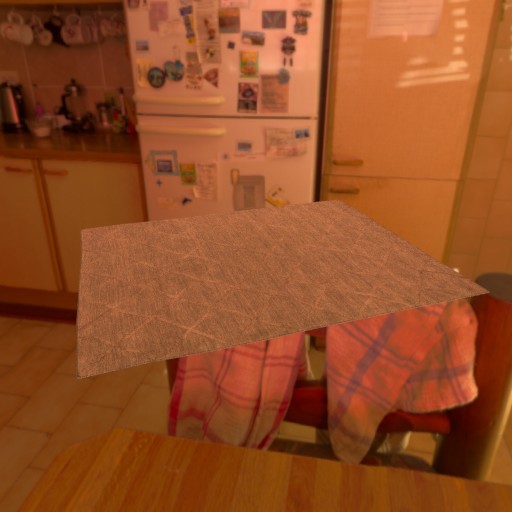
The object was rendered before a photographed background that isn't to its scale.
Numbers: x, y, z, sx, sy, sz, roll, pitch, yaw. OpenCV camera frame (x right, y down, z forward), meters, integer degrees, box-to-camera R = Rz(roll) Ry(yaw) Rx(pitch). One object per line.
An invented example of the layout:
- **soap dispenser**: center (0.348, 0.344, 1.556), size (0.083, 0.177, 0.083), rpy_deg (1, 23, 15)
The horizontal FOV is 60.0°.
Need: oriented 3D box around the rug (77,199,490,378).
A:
- **rug**: center (0.000, 0.000, 4.033), size (3.048, 0.013, 2.438), rpy_deg (-8, 27, -17)
